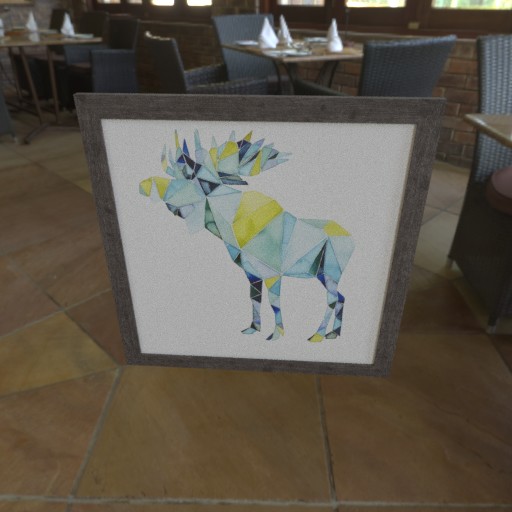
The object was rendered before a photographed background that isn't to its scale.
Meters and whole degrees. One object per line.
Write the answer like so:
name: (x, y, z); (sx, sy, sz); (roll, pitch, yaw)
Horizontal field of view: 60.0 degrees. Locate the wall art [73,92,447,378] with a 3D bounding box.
wall art: (0.000, 0.000, 0.661); (0.457, 0.457, 0.013); (2, 30, 3)
